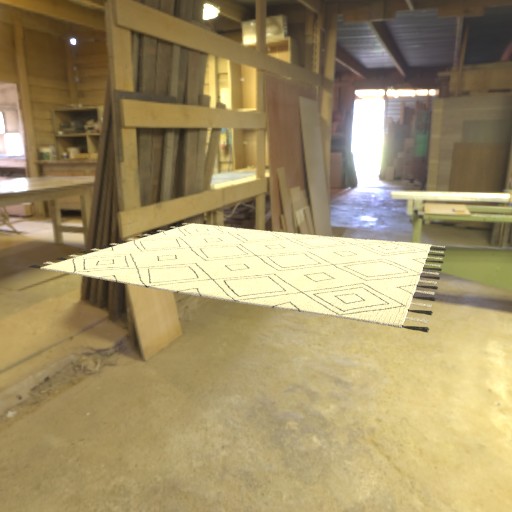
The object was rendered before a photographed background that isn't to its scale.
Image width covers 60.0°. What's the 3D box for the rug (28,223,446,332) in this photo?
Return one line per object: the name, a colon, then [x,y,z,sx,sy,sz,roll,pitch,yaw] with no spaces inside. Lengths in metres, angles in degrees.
rug: [0.000,0.000,4.165,3.221,0.026,2.342,7,16,24]
